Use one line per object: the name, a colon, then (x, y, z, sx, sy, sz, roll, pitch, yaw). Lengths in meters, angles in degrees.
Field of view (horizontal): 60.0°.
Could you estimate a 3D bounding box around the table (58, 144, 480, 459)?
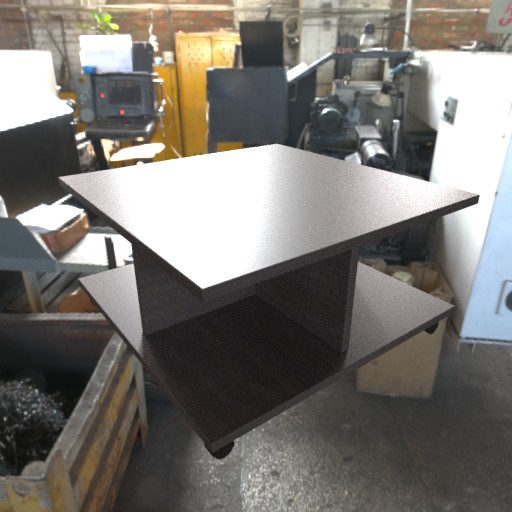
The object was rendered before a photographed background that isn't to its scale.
table: (0.000, 0.000, 1.208, 0.762, 0.396, 0.762, -18, 31, -33)
